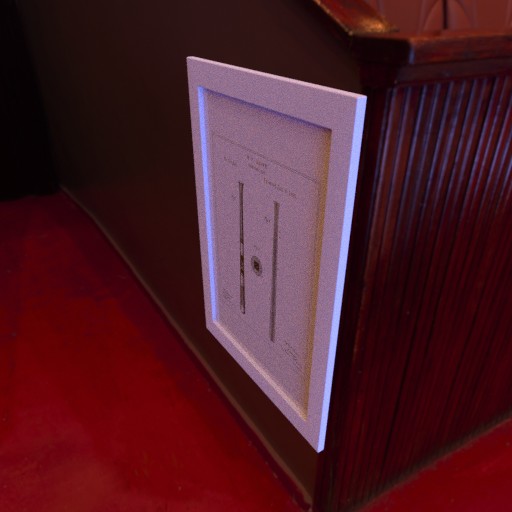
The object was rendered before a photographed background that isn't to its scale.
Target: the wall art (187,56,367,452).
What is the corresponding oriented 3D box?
[{"bbox_3d":[0.000,0.000,0.622,0.011,0.482,0.329,-19,36,-29],"label":"wall art"}]
